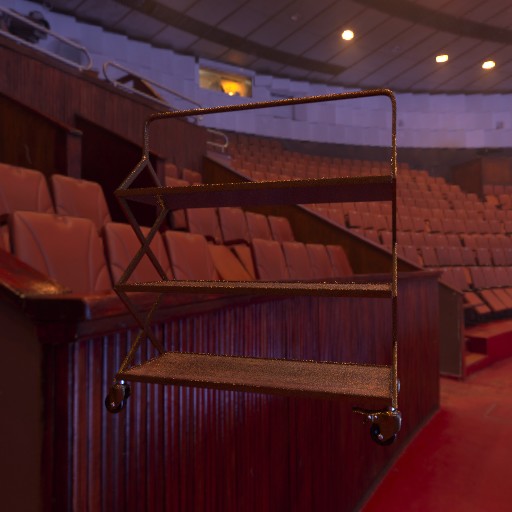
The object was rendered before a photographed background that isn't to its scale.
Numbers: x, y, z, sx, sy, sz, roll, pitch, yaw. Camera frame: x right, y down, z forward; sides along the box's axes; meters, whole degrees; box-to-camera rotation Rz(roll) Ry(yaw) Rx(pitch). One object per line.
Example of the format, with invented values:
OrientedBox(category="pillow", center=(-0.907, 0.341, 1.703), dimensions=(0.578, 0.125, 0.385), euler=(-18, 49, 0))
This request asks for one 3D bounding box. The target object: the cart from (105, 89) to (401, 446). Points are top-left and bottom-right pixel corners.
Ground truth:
OrientedBox(category="cart", center=(0.000, 0.000, 1.171), dimensions=(0.723, 0.805, 0.313), euler=(0, -1, 17))
